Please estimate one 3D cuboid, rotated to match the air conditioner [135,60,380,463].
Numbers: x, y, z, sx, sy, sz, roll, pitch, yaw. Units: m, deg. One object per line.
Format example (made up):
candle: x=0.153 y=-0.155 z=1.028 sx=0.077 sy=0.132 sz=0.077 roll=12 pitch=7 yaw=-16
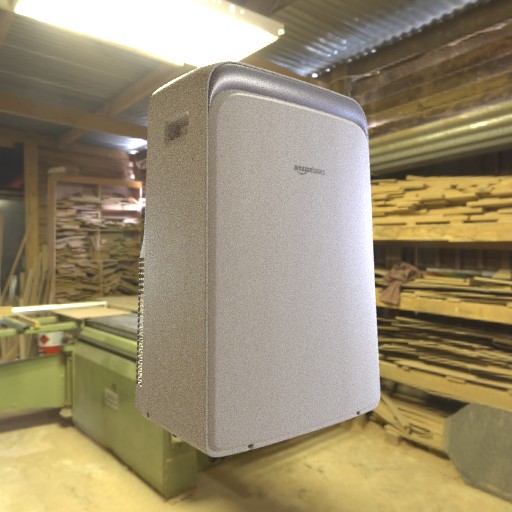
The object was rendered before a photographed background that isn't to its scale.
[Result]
air conditioner: x=0.000 y=0.000 z=0.944 sx=0.454 sy=0.700 sz=0.365 roll=0 pitch=-1 yaw=-37
